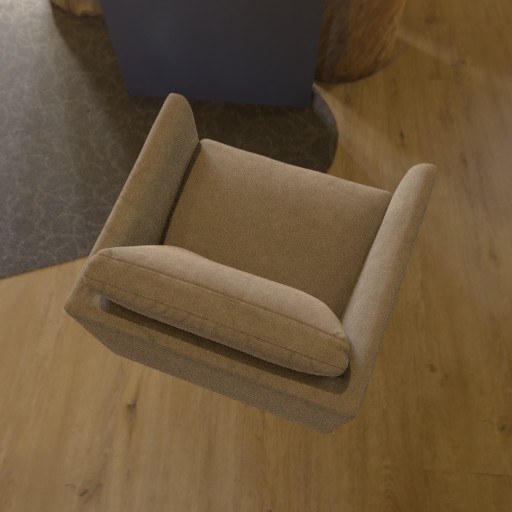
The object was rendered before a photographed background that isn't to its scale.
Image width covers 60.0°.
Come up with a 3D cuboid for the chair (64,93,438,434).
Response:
[{"bbox_3d":[0.000,0.000,1.868,1.190,0.845,1.091,18,65,9],"label":"chair"}]
